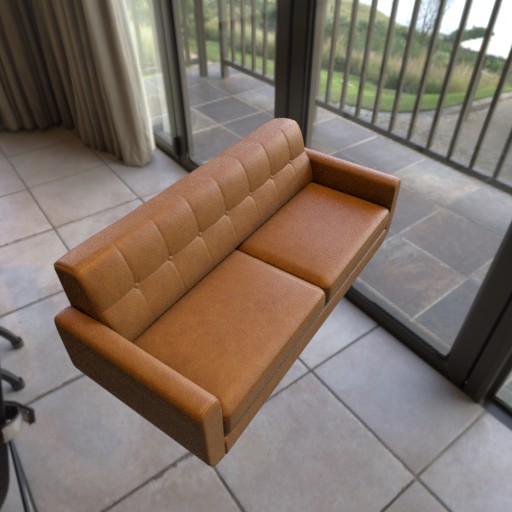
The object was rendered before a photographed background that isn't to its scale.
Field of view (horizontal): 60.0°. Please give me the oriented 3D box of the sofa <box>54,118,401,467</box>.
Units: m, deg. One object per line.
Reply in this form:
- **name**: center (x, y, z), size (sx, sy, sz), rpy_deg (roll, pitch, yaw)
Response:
- **sofa**: center (0.000, 0.000, 2.664), size (0.980, 0.892, 2.137), rpy_deg (24, 47, 25)
